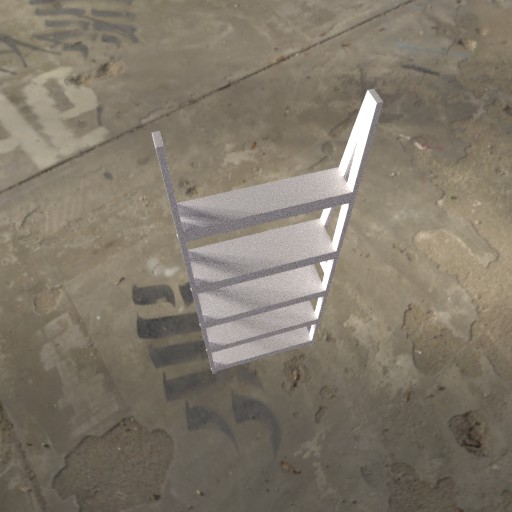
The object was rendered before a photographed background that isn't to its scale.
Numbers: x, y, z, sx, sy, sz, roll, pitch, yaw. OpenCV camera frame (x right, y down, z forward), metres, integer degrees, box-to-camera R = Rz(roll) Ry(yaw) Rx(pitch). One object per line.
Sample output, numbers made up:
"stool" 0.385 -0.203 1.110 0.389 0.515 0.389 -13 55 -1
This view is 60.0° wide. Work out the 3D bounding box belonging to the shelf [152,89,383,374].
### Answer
"shelf" 0.000 0.000 2.005 0.636 1.779 0.341 -14 58 -9
